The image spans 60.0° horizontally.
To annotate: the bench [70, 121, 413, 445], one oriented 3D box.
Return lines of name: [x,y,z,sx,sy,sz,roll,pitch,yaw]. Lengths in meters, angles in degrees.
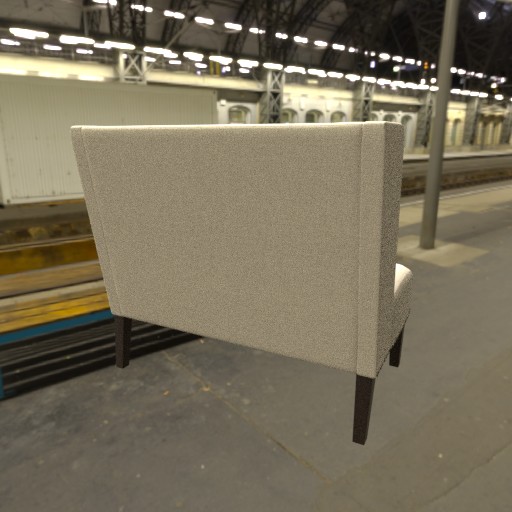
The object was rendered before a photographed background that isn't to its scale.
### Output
bench: [0.000,0.000,1.999,1.280,1.123,0.847,8,17,27]
